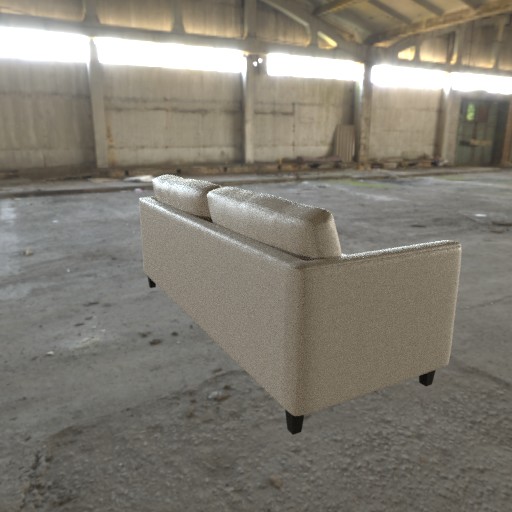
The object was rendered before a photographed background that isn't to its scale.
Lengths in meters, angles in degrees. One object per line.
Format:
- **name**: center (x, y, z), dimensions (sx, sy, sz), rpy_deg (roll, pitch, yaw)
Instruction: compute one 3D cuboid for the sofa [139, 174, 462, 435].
- **sofa**: center (0.000, 0.000, 2.940), dimensions (0.948, 0.965, 2.434), rpy_deg (-8, 17, -27)
